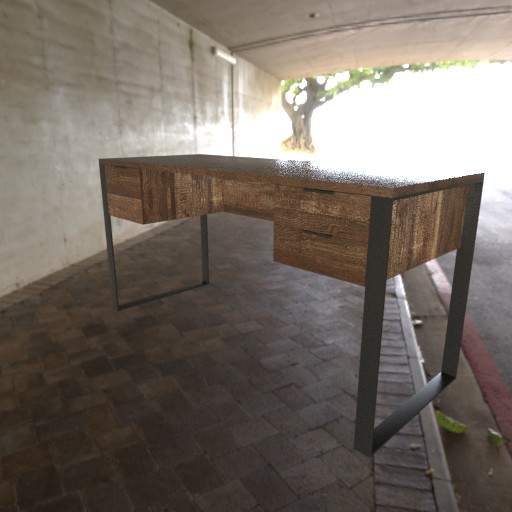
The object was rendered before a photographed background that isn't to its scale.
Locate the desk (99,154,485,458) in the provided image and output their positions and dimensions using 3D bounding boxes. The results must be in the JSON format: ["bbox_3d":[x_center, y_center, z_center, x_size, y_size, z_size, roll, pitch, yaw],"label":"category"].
[{"bbox_3d":[0.000,0.000,1.872,0.599,0.762,1.524,-15,22,-42],"label":"desk"}]
